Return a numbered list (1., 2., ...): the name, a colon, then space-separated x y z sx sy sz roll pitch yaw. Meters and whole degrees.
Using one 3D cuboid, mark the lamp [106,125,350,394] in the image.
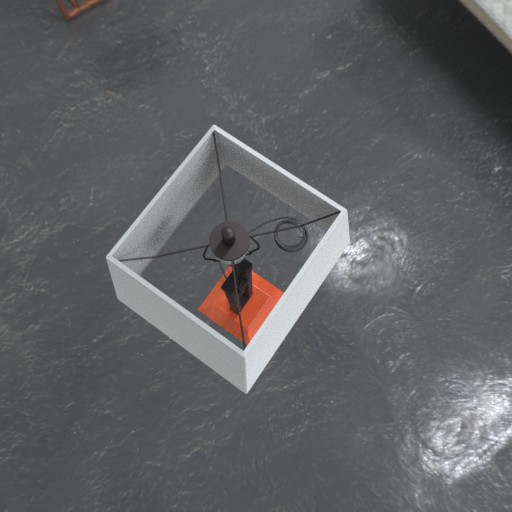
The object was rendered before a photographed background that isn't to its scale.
1. lamp: 0.000 0.000 0.999 0.310 0.737 0.498 35 78 8
